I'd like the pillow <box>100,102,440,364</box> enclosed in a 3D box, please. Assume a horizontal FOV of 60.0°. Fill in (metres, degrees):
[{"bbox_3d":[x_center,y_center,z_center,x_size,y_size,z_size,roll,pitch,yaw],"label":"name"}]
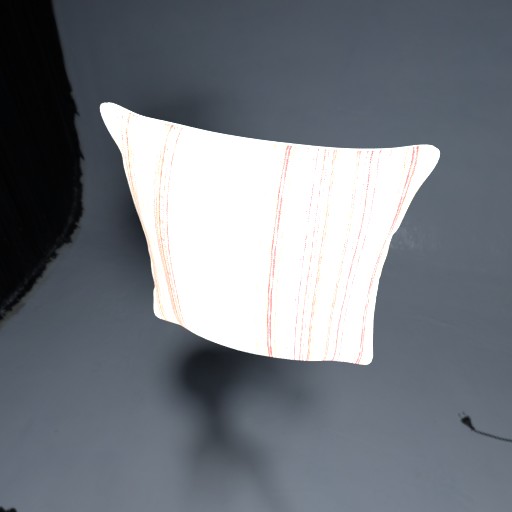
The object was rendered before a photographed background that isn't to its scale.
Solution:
[{"bbox_3d":[0.000,0.000,0.710,0.451,0.449,0.191,11,43,12],"label":"pillow"}]
